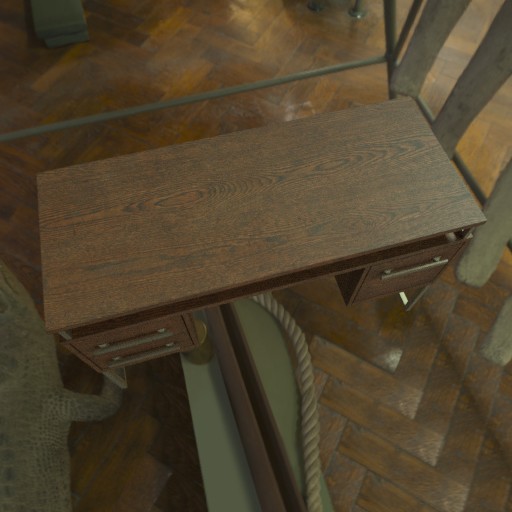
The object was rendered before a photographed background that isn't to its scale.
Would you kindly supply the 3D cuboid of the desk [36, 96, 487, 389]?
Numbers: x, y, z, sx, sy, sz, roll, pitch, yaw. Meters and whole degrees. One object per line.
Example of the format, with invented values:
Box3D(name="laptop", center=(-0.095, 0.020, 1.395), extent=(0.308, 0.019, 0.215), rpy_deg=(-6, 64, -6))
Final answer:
Box3D(name="desk", center=(0.000, 0.000, 1.806), extent=(1.384, 0.792, 0.610), rpy_deg=(-14, 63, -7))
